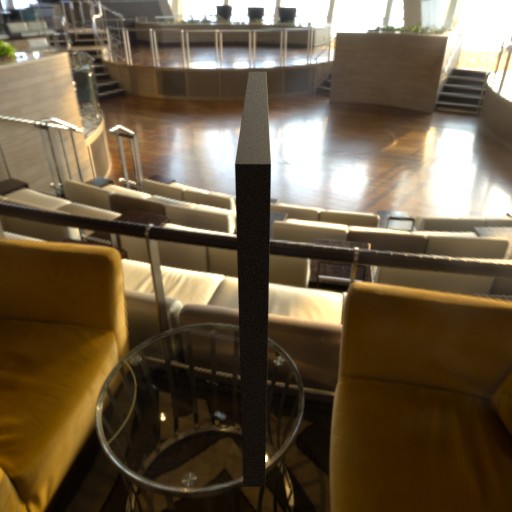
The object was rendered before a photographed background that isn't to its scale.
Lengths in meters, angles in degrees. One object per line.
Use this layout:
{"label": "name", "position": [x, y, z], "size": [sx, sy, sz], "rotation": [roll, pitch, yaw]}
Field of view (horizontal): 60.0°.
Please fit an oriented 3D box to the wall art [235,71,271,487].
{"label": "wall art", "position": [0.000, 0.000, 0.754], "size": [0.033, 0.507, 0.508], "rotation": [0, 31, 1]}
